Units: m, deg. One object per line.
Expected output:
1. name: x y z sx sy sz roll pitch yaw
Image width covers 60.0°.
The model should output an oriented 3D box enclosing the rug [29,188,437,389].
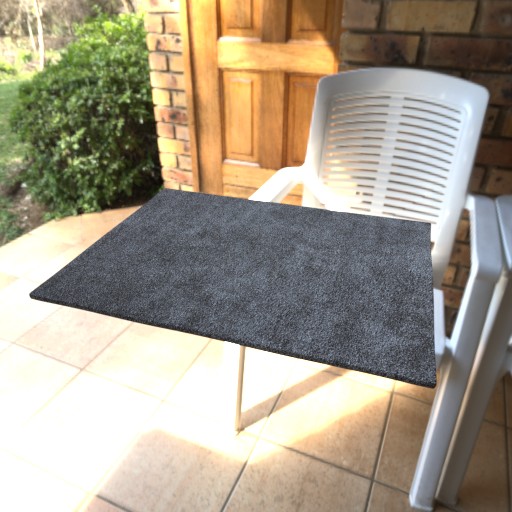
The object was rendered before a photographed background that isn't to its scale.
1. rug: 0.000 0.000 2.118 1.601 0.025 1.198 9 32 15
